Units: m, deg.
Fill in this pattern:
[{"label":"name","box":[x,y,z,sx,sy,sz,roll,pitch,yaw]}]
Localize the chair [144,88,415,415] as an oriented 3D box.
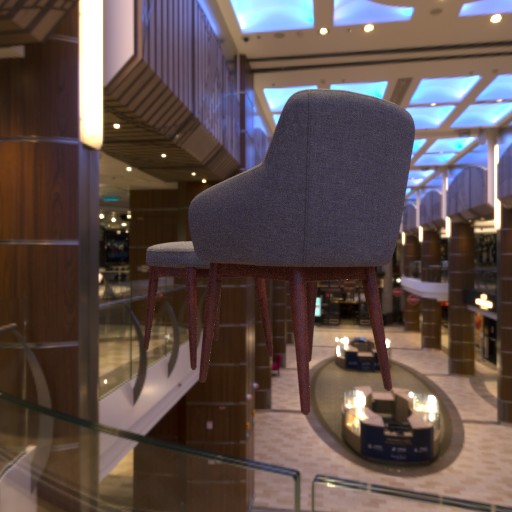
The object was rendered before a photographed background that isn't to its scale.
[{"label":"chair","box":[0.000,0.000,1.555,0.584,0.799,1.107,0,0,-37]}]
